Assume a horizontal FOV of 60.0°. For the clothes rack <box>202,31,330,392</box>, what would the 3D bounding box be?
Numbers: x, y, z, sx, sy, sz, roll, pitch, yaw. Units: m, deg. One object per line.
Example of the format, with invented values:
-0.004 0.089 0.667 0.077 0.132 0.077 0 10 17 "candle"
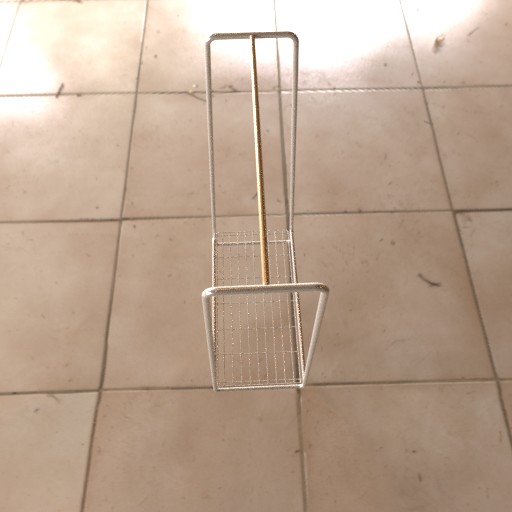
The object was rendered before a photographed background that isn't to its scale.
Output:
0.000 0.000 1.915 0.495 1.500 0.900 -2 65 -1 "clothes rack"
